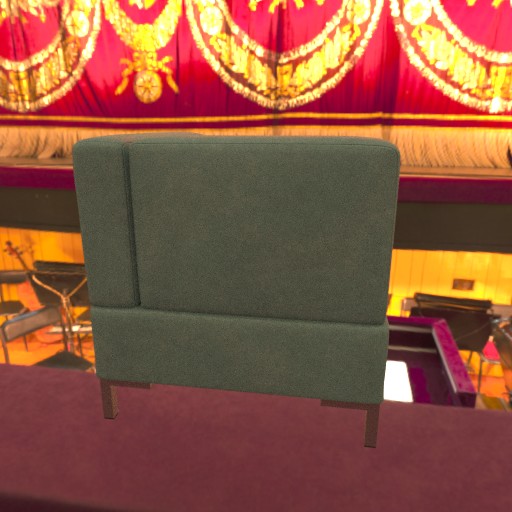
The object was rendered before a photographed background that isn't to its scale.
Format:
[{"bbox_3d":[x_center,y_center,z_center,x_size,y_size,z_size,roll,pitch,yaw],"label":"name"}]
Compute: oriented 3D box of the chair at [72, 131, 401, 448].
[{"bbox_3d":[0.000,0.000,1.232,0.680,0.660,0.680,3,17,9],"label":"chair"}]
